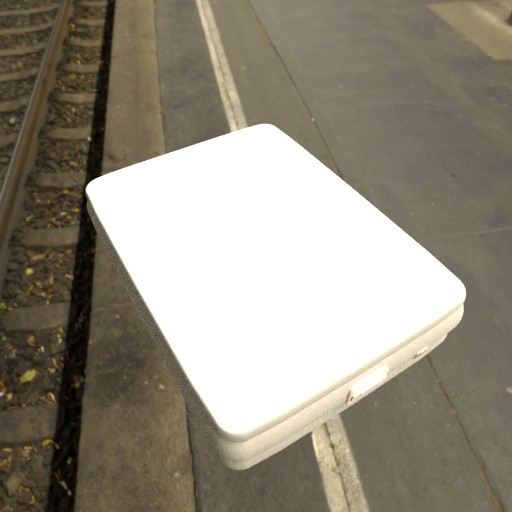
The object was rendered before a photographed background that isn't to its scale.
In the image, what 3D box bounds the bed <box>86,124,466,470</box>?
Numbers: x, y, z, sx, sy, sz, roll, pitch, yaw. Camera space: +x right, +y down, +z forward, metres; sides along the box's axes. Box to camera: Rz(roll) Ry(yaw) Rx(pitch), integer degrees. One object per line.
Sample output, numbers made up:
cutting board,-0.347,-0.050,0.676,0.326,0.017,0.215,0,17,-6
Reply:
bed,0.000,0.000,2.677,1.520,0.460,2.036,-24,52,-21
